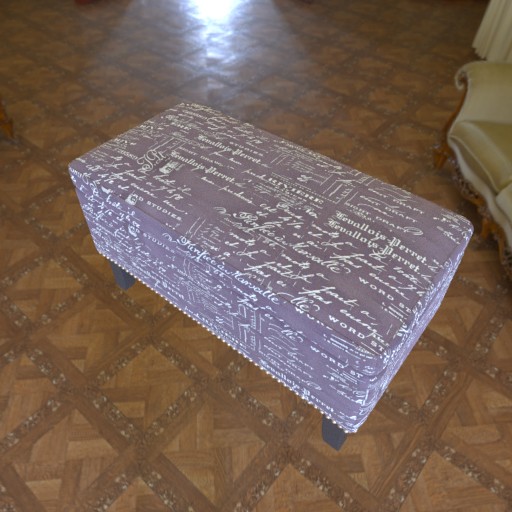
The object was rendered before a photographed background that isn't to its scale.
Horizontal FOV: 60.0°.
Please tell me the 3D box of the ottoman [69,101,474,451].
[{"bbox_3d":[0.000,0.000,1.080,0.813,0.457,0.406,30,54,26],"label":"ottoman"}]
